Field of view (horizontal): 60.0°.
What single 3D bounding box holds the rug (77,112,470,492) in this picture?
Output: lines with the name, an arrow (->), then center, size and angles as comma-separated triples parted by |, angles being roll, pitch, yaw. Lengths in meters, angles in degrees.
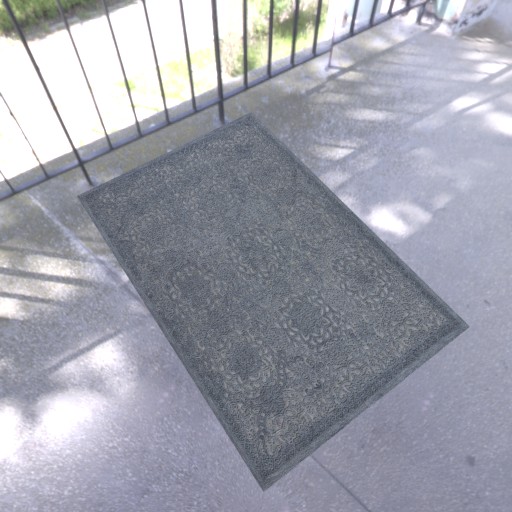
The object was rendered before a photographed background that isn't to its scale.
rug -> 0.000, 0.000, 2.317 | 1.208, 0.012, 1.819 | -31, 64, -17
